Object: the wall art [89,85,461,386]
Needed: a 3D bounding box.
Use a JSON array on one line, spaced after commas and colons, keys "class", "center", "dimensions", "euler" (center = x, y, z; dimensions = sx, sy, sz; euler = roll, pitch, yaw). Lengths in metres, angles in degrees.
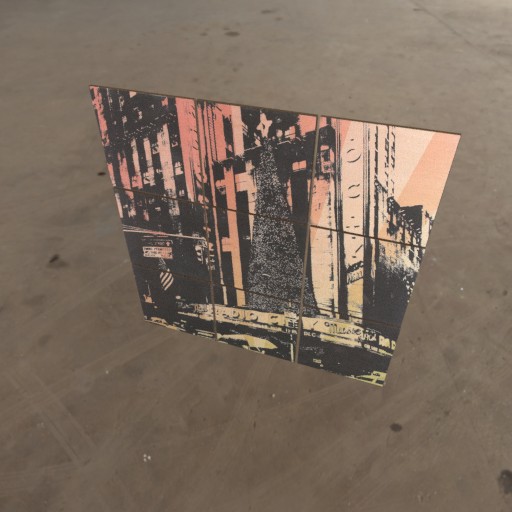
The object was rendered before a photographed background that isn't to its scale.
[{"class": "wall art", "center": [0.000, 0.000, 1.777], "dimensions": [1.216, 1.216, 0.013], "euler": [12, 42, 14]}]
